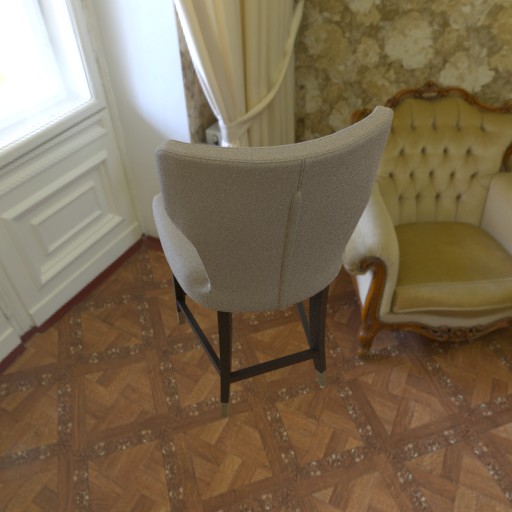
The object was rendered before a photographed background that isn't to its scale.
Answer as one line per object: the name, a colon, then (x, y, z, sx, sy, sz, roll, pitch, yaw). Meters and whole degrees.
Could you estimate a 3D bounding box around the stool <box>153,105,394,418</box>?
stool: (0.000, 0.000, 1.337, 0.527, 0.982, 0.563, -13, 43, -14)
